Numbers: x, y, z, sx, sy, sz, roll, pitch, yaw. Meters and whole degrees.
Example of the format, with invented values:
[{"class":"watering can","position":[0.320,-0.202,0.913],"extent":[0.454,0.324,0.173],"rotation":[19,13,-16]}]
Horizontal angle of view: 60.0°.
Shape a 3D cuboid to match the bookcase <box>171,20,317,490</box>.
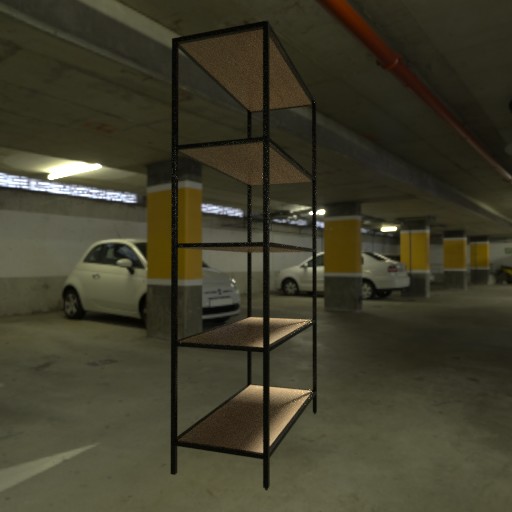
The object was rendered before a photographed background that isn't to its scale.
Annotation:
[{"class":"bookcase","position":[0.000,0.000,1.830],"extent":[0.350,1.500,0.770],"rotation":[0,-1,19]}]
